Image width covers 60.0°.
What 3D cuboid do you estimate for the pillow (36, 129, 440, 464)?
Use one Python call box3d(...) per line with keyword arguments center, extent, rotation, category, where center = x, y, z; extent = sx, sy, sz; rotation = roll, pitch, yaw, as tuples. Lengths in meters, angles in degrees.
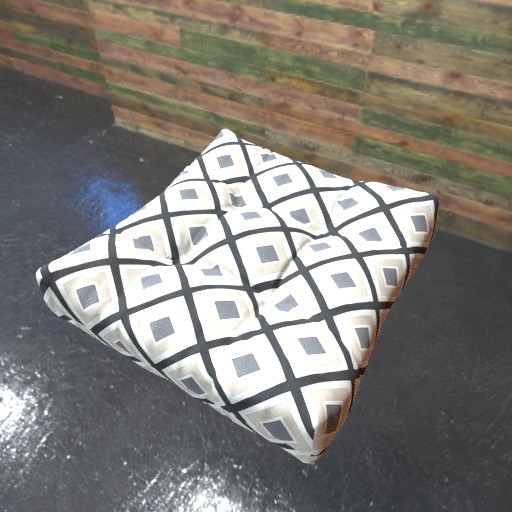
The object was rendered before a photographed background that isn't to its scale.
box3d(center=(0.000, 0.000, 0.719), extent=(0.468, 0.128, 0.490), rotation=(23, 49, 22), category="pillow")
